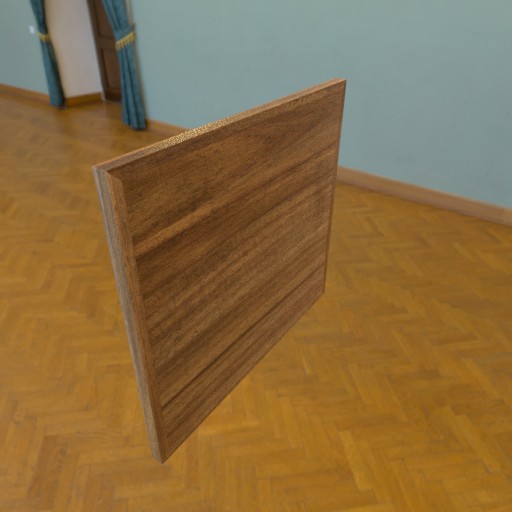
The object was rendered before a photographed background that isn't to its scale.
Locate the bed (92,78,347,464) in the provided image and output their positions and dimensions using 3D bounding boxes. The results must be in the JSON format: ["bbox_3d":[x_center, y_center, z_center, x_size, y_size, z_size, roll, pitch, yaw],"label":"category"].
[{"bbox_3d":[0.000,0.000,1.455,0.043,0.940,1.041,21,38,29],"label":"bed"}]
